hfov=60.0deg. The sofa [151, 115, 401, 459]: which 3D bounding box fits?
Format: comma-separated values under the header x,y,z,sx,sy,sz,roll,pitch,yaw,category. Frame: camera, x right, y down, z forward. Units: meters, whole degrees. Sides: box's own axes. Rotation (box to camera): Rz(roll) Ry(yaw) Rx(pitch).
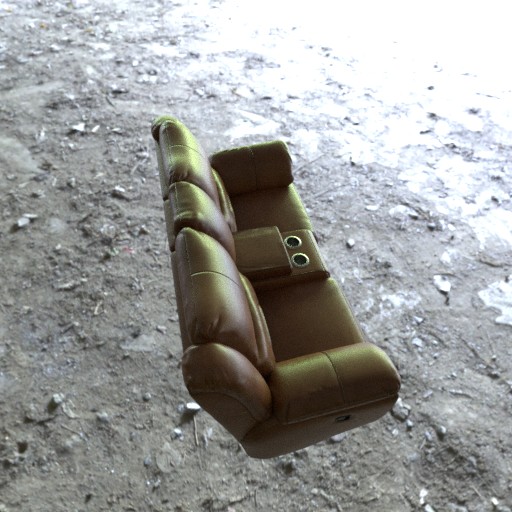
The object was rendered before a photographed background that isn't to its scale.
x,y,z,sx,sy,sz,roll,pitch,yaw,category
0.000,0.000,2.651,0.991,1.043,2.058,-10,48,-9,sofa
